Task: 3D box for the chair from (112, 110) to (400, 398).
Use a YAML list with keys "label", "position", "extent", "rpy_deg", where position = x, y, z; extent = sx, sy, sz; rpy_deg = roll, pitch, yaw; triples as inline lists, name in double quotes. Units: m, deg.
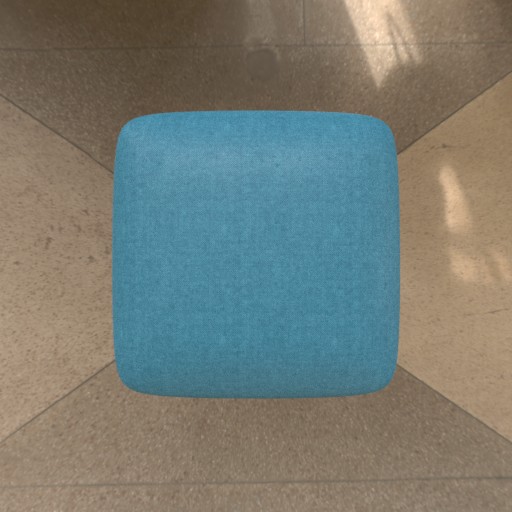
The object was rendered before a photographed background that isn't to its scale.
- label: "chair"
  position: [0.000, 0.000, 0.725]
  extent: [0.360, 0.450, 0.360]
  rpy_deg: [0, 89, 0]
